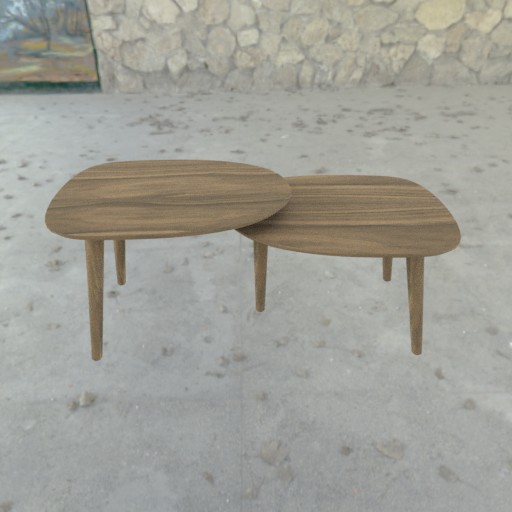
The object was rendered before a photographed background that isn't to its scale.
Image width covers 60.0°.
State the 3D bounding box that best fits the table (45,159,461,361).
[{"bbox_3d":[0.000,0.000,1.334,1.084,0.429,0.527,-1,31,-1],"label":"table"}]
